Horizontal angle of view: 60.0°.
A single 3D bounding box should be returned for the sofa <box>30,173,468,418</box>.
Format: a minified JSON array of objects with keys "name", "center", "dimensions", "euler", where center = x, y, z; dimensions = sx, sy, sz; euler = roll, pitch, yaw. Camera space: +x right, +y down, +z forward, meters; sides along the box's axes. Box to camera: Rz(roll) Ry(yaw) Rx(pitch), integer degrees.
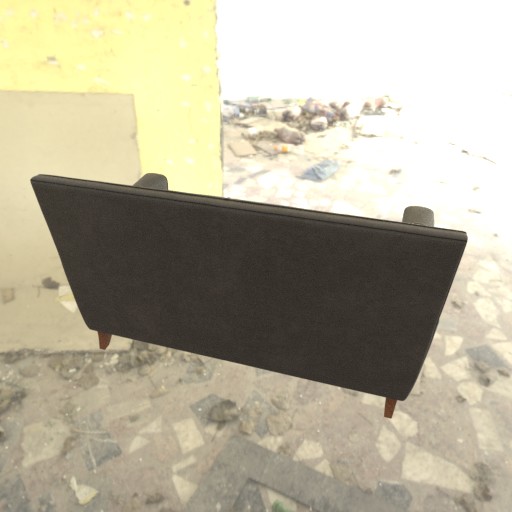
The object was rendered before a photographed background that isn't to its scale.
[{"name":"sofa","center":[0.000,0.000,1.958],"dimensions":[1.473,0.871,0.787],"euler":[9,34,14]}]
